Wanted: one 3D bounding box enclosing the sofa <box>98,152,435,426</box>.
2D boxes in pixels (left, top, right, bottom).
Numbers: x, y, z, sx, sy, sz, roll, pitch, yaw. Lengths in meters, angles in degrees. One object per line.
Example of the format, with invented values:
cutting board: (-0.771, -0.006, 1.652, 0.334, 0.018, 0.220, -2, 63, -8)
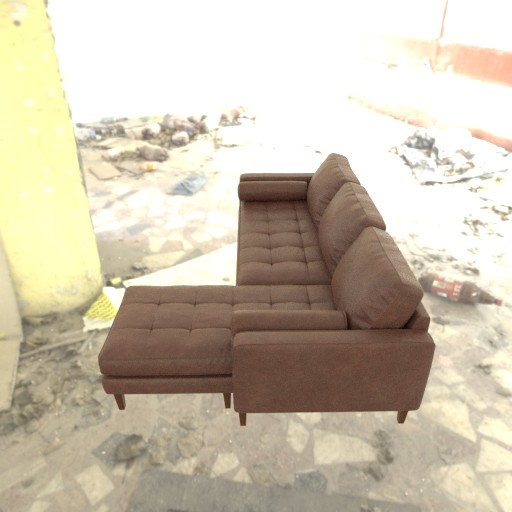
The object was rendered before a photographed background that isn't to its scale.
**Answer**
sofa: (0.000, 0.000, 2.995, 1.613, 0.841, 2.185, -1, 31, -1)
